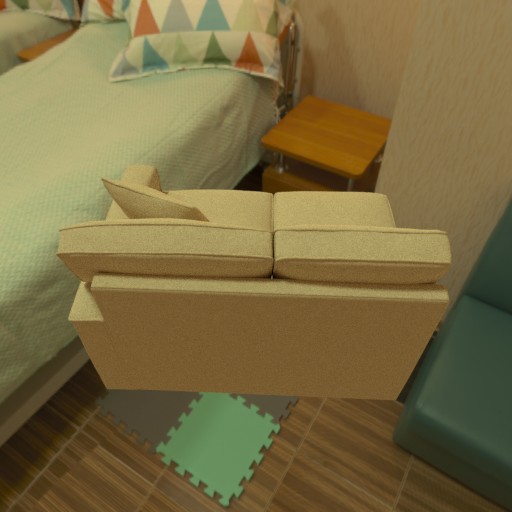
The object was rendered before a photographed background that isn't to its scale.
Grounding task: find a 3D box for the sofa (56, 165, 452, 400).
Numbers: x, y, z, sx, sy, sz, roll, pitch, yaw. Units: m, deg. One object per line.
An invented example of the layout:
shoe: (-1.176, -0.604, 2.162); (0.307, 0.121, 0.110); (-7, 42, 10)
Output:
sofa: (0.000, 0.000, 2.067); (1.388, 0.989, 0.991); (2, 47, 2)
